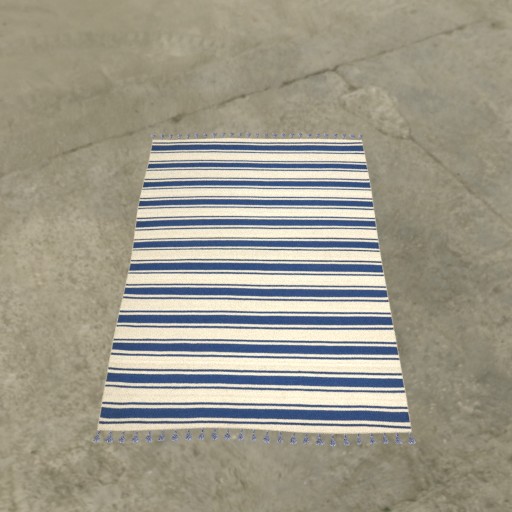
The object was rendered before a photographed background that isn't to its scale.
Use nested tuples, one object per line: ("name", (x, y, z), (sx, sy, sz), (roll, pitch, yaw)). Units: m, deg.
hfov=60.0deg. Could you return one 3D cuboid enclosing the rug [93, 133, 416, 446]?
("rug", (0.000, 0.000, 4.291), (2.471, 0.016, 3.416), (0, 58, 0))
